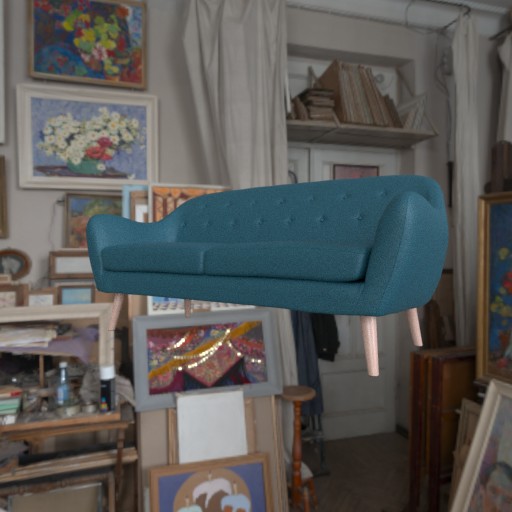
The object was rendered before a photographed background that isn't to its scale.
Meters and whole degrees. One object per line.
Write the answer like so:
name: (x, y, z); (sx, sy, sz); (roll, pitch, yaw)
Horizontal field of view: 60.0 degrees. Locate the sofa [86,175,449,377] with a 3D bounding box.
sofa: (0.000, 0.000, 2.296); (1.840, 0.836, 0.820); (1, 1, 36)
